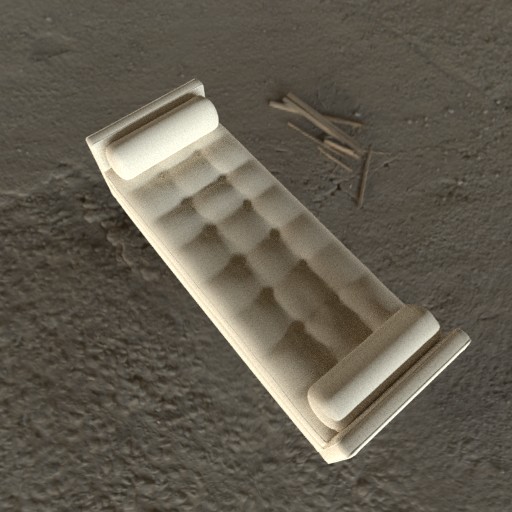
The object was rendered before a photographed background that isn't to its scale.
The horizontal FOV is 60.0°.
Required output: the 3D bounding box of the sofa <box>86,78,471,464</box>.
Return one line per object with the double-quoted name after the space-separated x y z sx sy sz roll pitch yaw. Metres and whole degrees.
0.000 0.000 2.344 0.746 0.641 1.985 -36 68 -17 "sofa"
